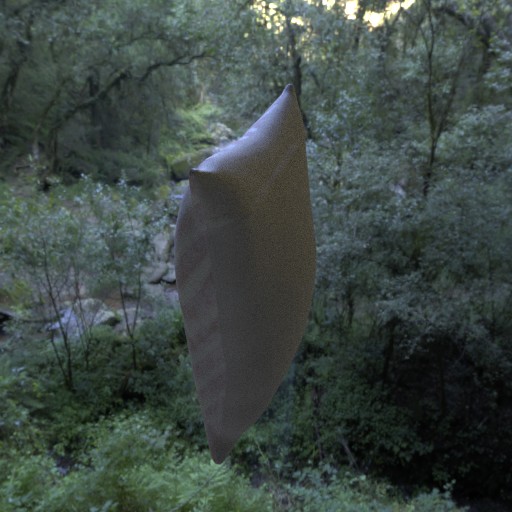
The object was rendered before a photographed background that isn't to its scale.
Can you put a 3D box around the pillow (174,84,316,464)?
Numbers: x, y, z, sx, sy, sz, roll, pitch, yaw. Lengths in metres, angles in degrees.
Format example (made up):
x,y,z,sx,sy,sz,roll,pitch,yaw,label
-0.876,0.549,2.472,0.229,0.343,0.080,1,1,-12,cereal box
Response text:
x,y,z,sx,sy,sz,roll,pitch,yaw,label
0.000,0.000,0.688,0.182,0.441,0.440,8,32,14,pillow
